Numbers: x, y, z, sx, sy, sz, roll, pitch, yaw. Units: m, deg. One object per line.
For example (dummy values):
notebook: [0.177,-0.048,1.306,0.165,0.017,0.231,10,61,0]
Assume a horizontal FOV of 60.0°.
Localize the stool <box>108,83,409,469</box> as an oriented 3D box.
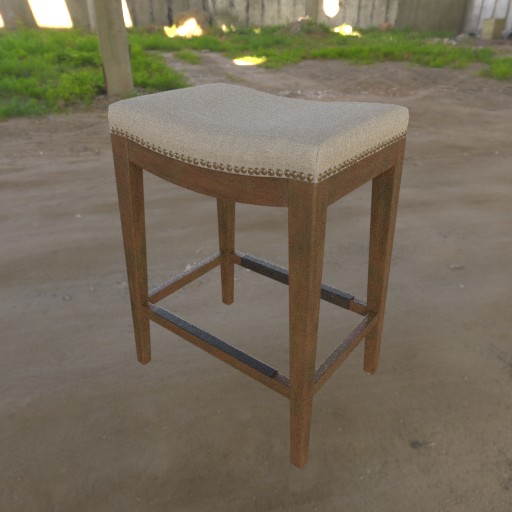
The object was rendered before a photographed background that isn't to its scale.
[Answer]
stool: [0.000,0.000,0.984,0.508,0.660,0.356,21,36,32]
